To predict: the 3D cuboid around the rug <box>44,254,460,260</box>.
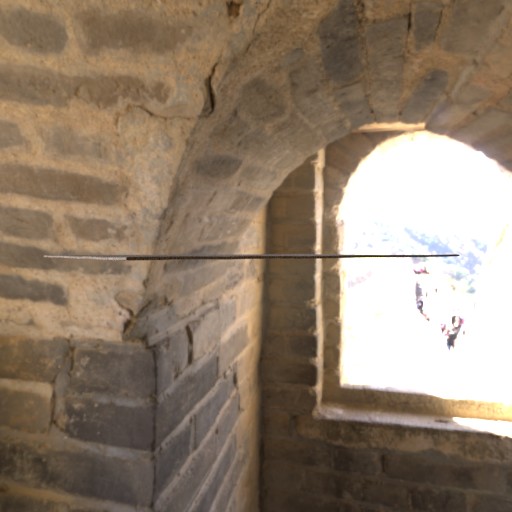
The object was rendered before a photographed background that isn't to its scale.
[{"bbox_3d":[0.000,0.000,2.329,1.822,0.018,1.211,0,1,-36],"label":"rug"}]
